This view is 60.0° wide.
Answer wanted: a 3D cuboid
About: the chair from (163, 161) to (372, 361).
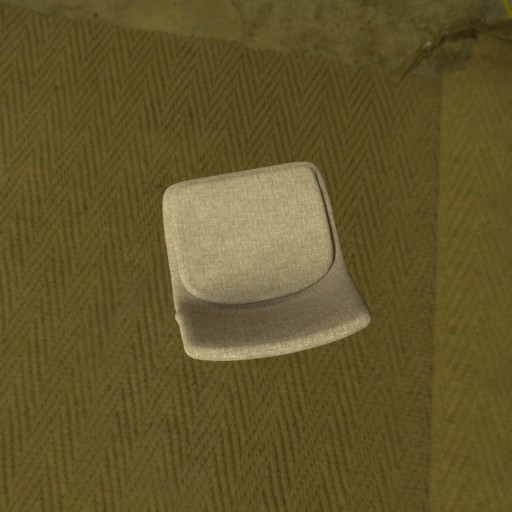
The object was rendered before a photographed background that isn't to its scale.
[{"bbox_3d":[0.000,0.000,1.169,0.479,0.858,0.518,-10,77,-2],"label":"chair"}]
